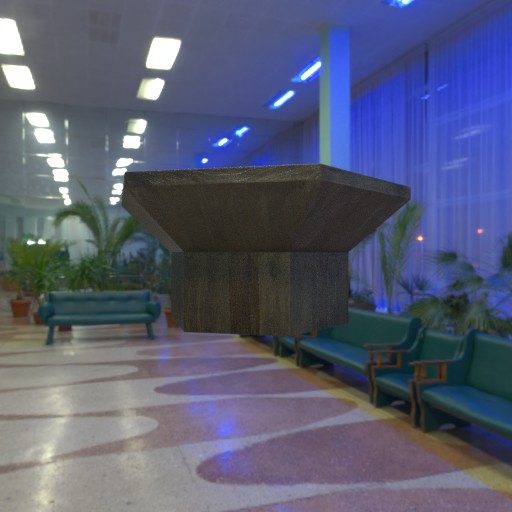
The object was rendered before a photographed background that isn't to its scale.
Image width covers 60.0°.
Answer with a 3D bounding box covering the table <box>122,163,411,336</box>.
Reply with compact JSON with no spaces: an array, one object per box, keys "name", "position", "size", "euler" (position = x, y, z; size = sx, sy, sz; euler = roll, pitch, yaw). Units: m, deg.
[{"name":"table","position":[0.000,0.000,1.680],"size":[0.966,0.488,1.115],"euler":[0,0,-18]}]
